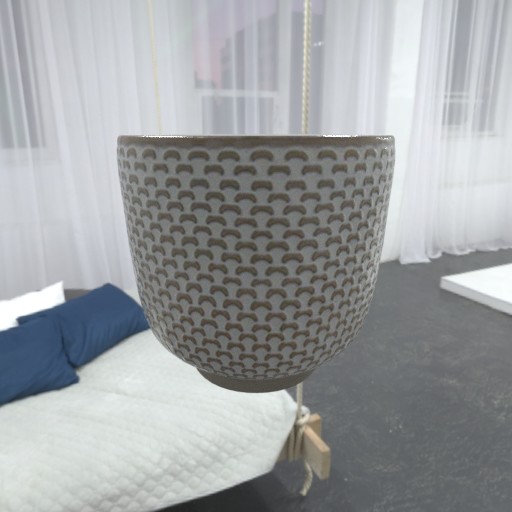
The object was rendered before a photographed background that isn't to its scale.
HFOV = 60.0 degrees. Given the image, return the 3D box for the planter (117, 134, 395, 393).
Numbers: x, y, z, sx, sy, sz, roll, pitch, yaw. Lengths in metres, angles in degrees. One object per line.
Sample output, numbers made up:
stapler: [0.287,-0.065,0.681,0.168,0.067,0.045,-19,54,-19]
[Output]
planter: [0.000,0.000,0.245,0.139,0.130,0.139,0,15,0]
